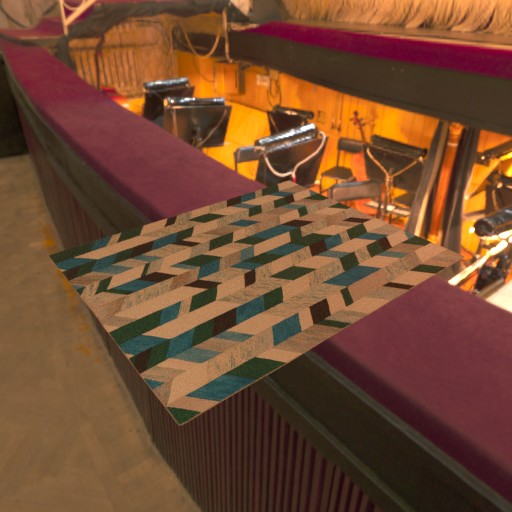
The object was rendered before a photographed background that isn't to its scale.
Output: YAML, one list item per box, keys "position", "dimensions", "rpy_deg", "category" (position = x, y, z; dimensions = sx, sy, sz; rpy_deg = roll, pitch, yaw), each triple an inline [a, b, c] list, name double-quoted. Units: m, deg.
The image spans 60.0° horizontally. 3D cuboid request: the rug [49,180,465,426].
- position: [0.000, 0.000, 4.138]
  dimensions: [3.036, 0.008, 2.440]
  rpy_deg: [-22, 38, -32]
  category: "rug"
